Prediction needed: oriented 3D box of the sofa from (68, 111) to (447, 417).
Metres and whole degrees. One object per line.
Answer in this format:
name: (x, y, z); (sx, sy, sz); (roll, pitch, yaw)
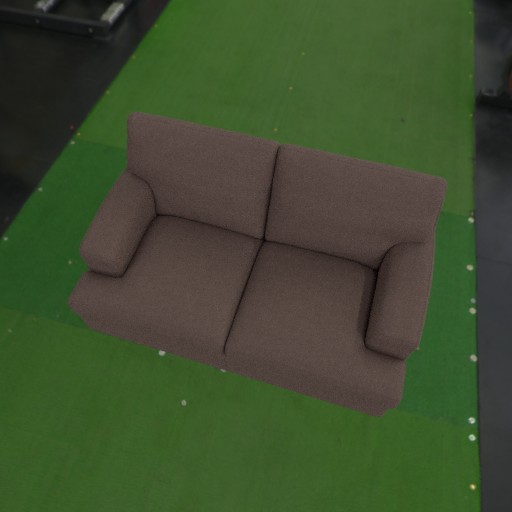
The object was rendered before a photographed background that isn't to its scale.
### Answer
sofa: (0.000, 0.000, 2.486); (1.869, 0.950, 1.140); (15, 59, 9)
